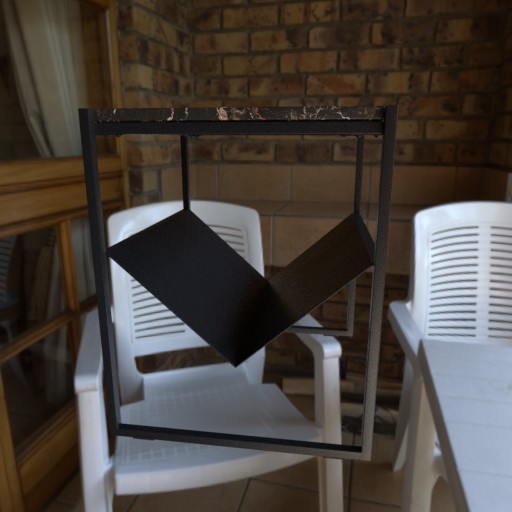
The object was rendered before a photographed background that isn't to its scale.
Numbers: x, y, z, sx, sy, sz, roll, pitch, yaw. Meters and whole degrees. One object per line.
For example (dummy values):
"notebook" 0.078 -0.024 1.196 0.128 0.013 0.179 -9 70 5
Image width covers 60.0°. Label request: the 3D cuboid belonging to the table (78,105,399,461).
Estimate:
"table" 0.000 0.000 0.878 0.432 0.534 0.469 2 15 8
